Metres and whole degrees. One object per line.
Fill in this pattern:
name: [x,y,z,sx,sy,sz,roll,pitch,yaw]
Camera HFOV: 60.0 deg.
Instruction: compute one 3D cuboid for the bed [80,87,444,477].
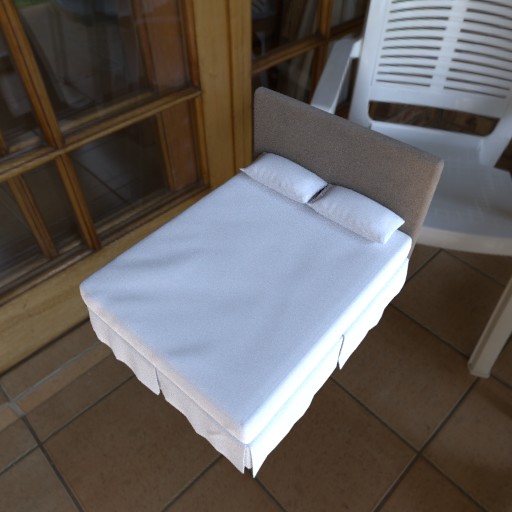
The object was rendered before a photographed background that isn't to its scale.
bed: [0.000,0.000,3.270,1.723,1.330,2.142,32,55,26]
